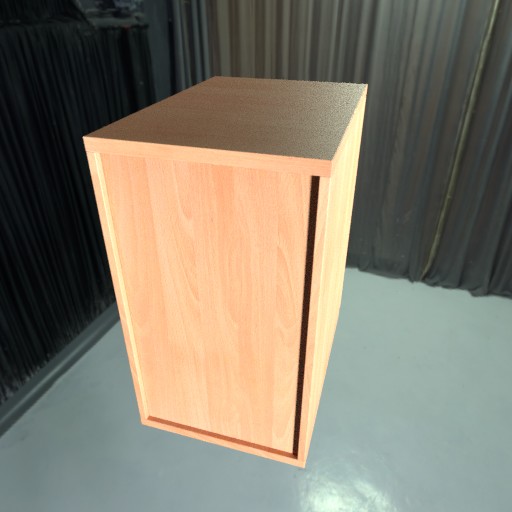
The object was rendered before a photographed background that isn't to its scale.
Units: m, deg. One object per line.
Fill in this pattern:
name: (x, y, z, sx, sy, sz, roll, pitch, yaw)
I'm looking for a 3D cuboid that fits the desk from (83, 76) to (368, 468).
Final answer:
desk: (0.000, 0.000, 1.100, 0.404, 0.730, 0.600, 9, 32, 14)
